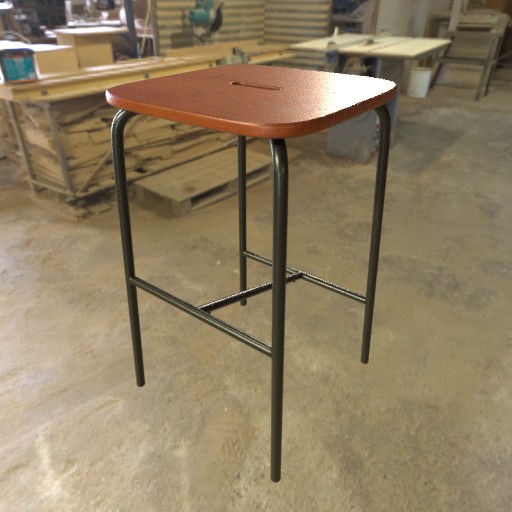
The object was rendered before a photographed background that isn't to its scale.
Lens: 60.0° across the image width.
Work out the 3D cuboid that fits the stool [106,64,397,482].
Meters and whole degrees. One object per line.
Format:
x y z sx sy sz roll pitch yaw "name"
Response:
0.000 0.000 0.837 0.376 0.610 0.376 21 37 31 "stool"
